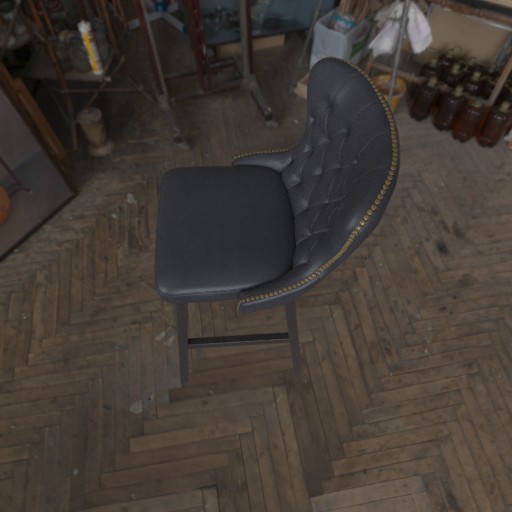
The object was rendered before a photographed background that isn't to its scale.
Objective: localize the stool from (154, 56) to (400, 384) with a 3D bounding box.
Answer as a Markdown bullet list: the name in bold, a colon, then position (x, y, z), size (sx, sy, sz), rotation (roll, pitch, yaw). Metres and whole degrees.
- **stool**: position (0.000, 0.000, 1.366), size (0.601, 1.050, 0.528), rotation (-3, 58, -2)
